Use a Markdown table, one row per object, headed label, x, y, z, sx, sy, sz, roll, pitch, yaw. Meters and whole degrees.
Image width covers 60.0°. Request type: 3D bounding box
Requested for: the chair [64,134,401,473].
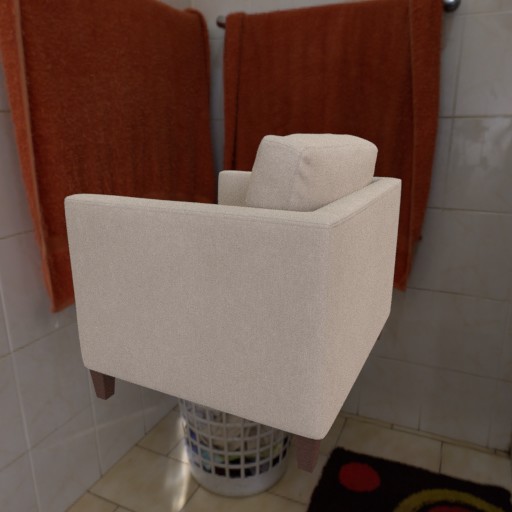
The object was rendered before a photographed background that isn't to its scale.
| label | x | y | z | sx | sy | sz | roll | pitch | yaw |
| --- | --- | --- | --- | --- | --- | --- | --- | --- | --- |
| chair | 0.000 | 0.000 | 1.797 | 0.959 | 0.961 | 1.107 | 8 | 18 | 25 |
